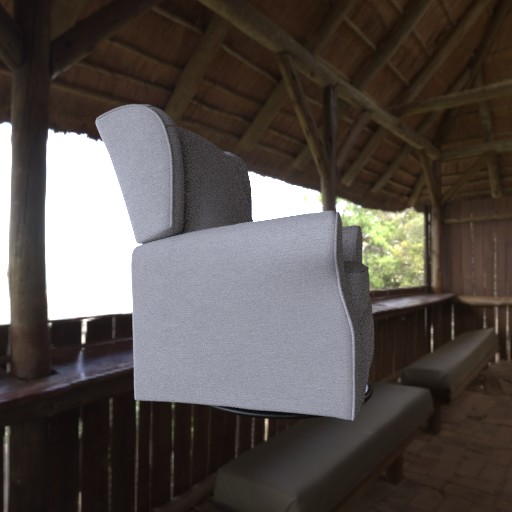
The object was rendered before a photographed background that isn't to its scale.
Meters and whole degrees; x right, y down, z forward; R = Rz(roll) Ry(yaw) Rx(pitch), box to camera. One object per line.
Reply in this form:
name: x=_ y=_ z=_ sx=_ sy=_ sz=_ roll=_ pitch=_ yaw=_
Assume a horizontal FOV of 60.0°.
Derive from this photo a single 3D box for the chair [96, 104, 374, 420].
chair: x=0.000 y=0.000 z=1.668 sx=0.854 sy=0.966 sz=0.906 roll=0 pitch=1 yaw=17
